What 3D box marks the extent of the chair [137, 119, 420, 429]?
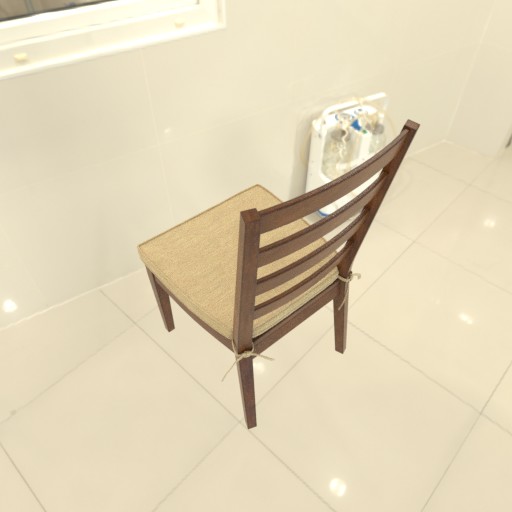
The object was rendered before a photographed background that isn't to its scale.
[{"bbox_3d":[0.000,0.000,1.378,0.593,0.979,0.595,-32,55,-26],"label":"chair"}]
